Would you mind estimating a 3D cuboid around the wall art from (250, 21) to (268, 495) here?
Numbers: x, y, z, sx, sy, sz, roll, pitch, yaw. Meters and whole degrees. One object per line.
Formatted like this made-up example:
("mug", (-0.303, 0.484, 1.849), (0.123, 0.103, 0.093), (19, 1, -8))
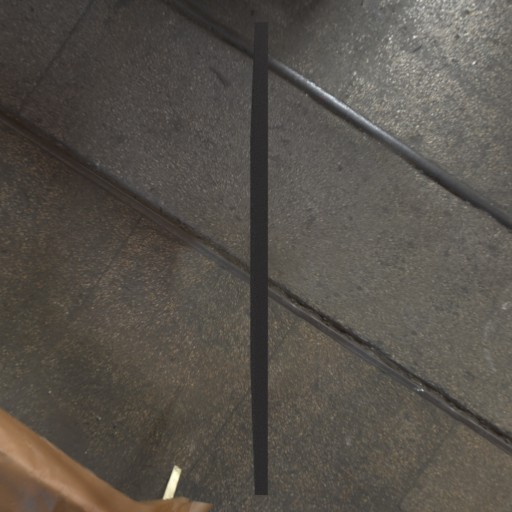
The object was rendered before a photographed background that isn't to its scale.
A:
("wall art", (0.000, 0.000, 0.655), (0.013, 0.458, 0.456), (0, 91, -1))
